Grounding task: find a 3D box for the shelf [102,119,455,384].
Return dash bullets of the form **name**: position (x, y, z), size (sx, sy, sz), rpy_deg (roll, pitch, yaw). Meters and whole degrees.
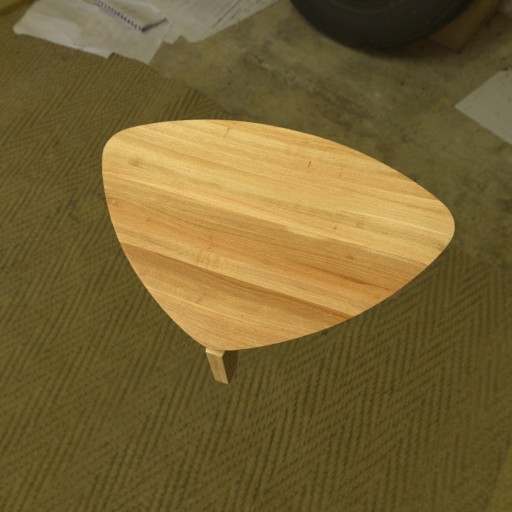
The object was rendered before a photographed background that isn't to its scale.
- **shelf**: position (0.000, 0.000, 1.636), size (1.240, 0.439, 0.863), rpy_deg (15, 63, 8)
